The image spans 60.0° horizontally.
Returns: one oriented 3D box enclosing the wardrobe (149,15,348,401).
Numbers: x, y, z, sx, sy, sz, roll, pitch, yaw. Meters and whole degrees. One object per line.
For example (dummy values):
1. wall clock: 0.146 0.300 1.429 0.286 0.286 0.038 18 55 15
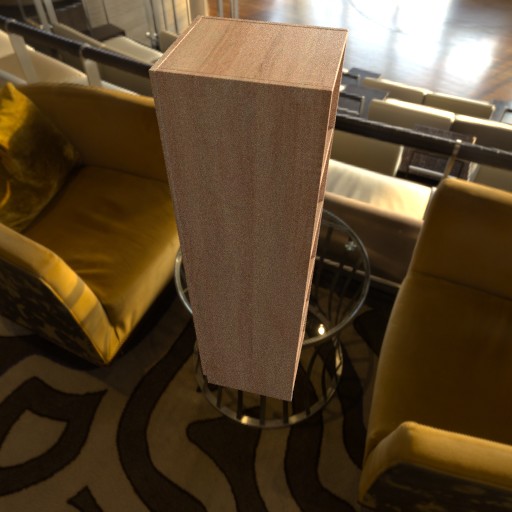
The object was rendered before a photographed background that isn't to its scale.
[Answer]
1. wardrobe: 0.000 0.000 2.309 0.588 2.117 0.496 10 48 9
